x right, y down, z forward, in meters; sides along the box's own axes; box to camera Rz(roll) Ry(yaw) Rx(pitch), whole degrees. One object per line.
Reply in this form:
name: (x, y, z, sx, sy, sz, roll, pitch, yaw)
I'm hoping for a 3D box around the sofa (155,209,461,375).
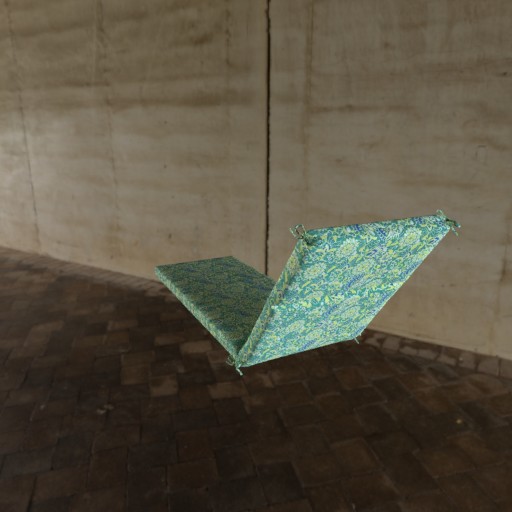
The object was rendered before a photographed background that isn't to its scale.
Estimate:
sofa: (0.000, 0.000, 1.994, 0.582, 0.622, 1.663, -8, 18, -26)
